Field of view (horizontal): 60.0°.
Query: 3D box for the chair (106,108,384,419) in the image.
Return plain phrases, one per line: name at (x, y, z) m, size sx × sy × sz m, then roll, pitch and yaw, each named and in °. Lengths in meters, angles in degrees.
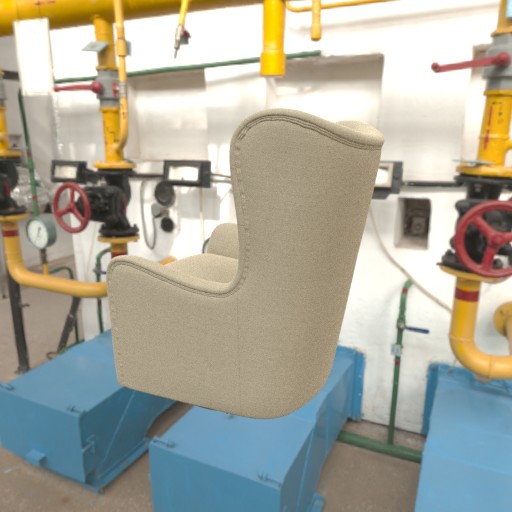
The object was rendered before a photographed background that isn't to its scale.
chair at (0.000, 0.000, 1.804) m, size 0.929 × 1.079 × 0.831 m, roll 7°, pitch 16°, yaw 25°
